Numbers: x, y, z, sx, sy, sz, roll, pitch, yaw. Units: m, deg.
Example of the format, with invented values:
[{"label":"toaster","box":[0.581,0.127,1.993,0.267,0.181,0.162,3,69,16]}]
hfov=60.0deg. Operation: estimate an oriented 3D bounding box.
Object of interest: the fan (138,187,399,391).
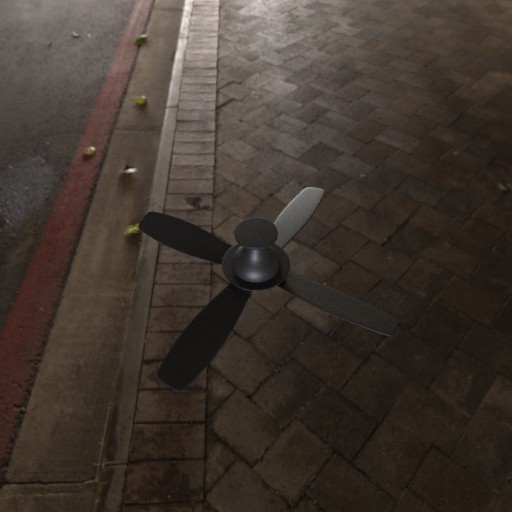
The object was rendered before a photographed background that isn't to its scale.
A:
[{"label":"fan","box":[0.000,0.000,2.519,1.694,0.382,1.694,23,52,20]}]
